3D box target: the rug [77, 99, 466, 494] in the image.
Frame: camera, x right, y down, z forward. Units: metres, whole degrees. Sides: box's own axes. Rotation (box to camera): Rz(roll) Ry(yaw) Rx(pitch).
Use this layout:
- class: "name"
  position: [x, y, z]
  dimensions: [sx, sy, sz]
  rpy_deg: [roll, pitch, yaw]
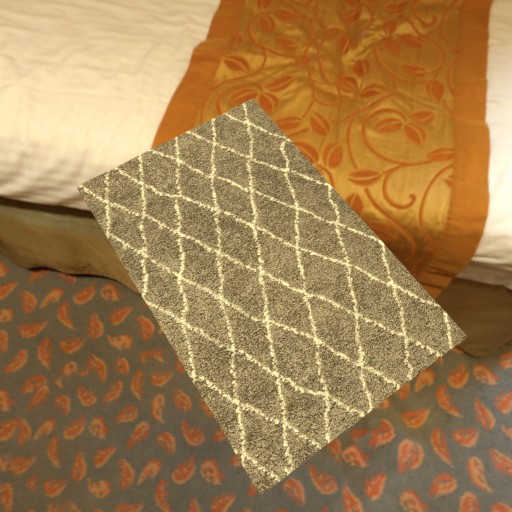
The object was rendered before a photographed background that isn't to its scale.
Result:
- class: "rug"
  position: [0.000, 0.000, 3.428]
  dimensions: [1.778, 0.030, 2.743]
  rpy_deg: [-31, 68, -14]
